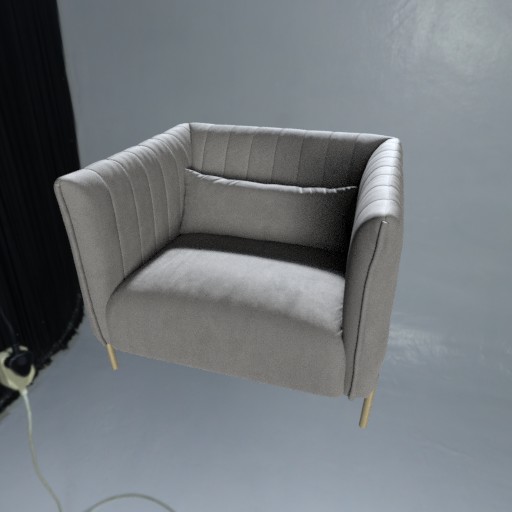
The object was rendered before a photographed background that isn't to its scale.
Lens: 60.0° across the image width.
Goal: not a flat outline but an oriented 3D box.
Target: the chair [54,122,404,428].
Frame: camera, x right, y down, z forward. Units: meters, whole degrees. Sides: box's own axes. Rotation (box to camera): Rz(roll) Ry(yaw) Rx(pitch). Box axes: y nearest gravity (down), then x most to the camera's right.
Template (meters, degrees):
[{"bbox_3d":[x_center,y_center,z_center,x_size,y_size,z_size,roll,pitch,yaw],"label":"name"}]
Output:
[{"bbox_3d":[0.000,0.000,1.624,0.981,0.779,0.873,8,29,15],"label":"chair"}]
